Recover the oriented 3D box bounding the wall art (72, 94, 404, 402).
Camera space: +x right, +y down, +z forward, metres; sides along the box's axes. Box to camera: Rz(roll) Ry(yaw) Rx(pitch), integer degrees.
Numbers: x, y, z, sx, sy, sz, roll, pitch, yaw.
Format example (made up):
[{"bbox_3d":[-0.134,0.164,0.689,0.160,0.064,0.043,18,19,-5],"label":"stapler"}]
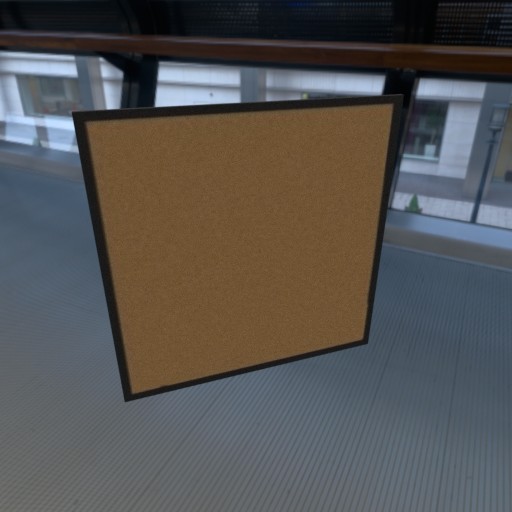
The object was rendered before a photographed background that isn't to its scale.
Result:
[{"bbox_3d":[0.000,0.000,1.243,0.823,0.823,0.013,-9,29,-17],"label":"wall art"}]
